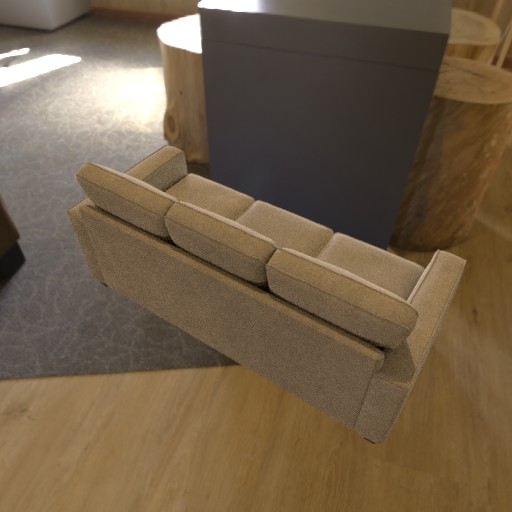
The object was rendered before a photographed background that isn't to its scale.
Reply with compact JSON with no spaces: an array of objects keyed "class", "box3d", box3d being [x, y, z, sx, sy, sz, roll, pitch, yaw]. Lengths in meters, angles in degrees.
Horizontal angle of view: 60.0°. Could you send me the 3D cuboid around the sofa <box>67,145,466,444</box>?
[{"class":"sofa","box3d":[0.000,0.000,2.621,2.133,0.965,0.939,25,50,23]}]
